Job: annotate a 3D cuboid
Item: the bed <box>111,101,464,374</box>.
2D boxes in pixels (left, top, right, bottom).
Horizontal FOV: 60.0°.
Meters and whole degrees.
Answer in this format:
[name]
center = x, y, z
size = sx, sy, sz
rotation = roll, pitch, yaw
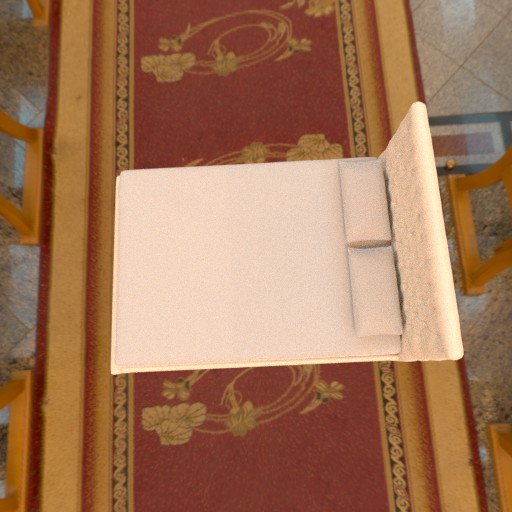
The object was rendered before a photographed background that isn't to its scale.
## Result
[bed]
center = 0.000, 0.000, 3.432
size = 2.387, 1.427, 1.698
rotation = -3, 76, -1
